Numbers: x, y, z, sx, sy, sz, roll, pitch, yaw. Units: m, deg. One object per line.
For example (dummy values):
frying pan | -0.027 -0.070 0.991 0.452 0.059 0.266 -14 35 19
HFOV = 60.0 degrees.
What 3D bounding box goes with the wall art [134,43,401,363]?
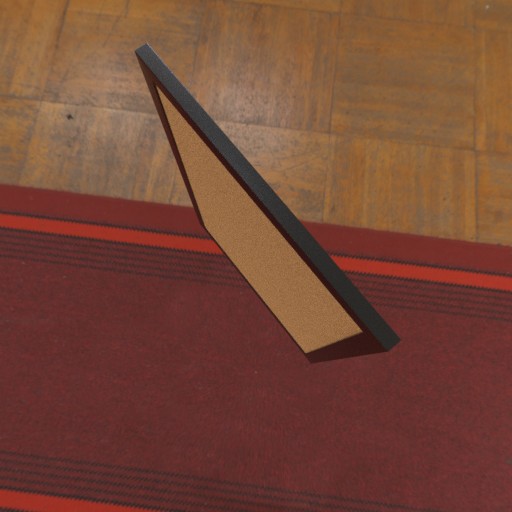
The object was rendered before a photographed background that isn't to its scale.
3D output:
wall art | 0.000 0.000 0.539 0.013 0.432 0.304 -37 78 -9
